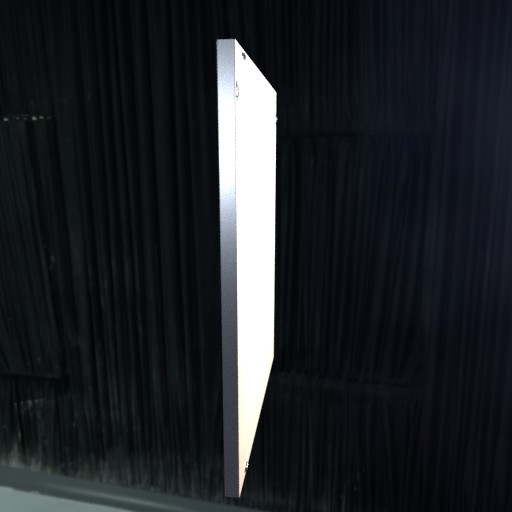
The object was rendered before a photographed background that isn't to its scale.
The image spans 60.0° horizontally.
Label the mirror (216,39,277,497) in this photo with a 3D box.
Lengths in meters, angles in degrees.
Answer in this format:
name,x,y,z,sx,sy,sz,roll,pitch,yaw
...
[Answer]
name,x,y,z,sx,sy,sz,roll,pitch,yaw
mirror,0.000,0.000,1.319,0.040,1.016,0.762,2,13,8
